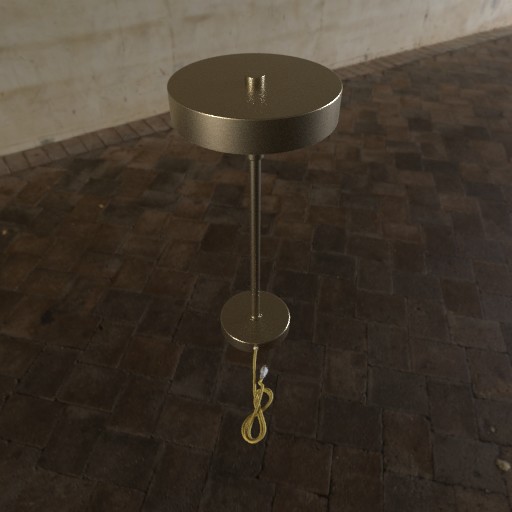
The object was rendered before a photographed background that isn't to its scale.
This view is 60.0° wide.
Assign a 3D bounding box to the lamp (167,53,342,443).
[{"bbox_3d":[0.000,0.000,0.694,0.229,0.508,0.369,-1,42,-1],"label":"lamp"}]
